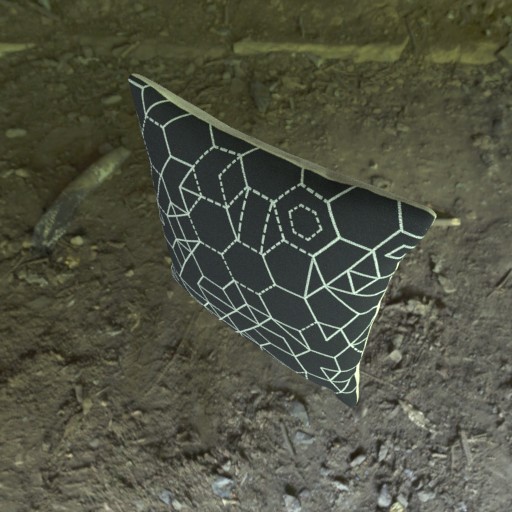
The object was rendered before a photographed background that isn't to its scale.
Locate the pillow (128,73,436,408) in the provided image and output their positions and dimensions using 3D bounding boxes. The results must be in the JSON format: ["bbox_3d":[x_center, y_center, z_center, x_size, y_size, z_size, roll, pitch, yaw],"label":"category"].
[{"bbox_3d":[0.000,0.000,0.784,0.517,0.508,0.158,31,55,25],"label":"pillow"}]
